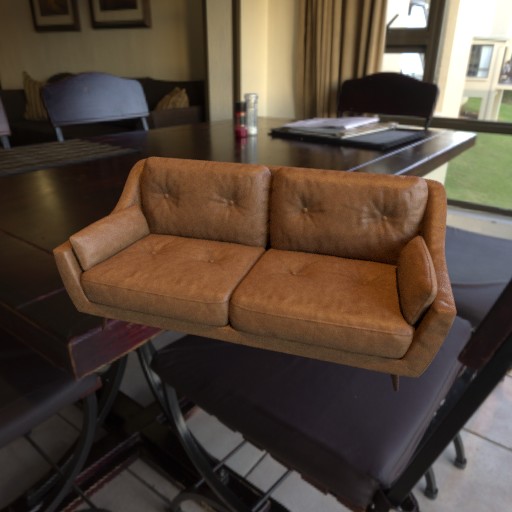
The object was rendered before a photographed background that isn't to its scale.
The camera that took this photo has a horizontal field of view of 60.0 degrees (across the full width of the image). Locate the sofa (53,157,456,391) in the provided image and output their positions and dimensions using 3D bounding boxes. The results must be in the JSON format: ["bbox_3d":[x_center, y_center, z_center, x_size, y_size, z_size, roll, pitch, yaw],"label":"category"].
[{"bbox_3d":[0.000,0.000,2.370,1.902,0.839,0.904,8,26,16],"label":"sofa"}]
